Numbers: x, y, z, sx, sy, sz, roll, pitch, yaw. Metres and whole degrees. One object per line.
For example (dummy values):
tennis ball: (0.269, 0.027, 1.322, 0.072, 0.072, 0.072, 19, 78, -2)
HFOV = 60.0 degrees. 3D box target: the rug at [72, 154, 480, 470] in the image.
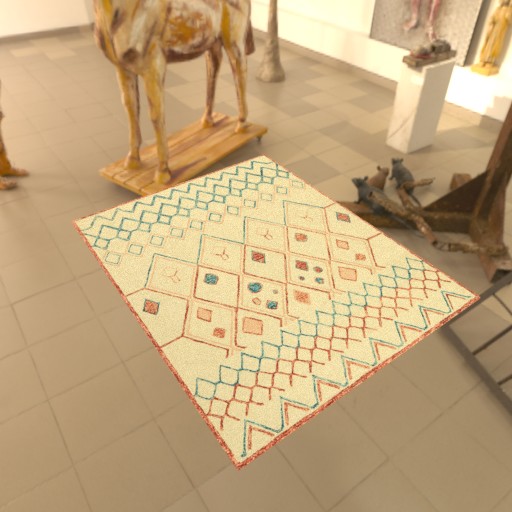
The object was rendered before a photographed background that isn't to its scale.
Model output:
rug: (0.000, 0.000, 4.105, 2.441, 0.016, 3.050, -25, 47, -26)
